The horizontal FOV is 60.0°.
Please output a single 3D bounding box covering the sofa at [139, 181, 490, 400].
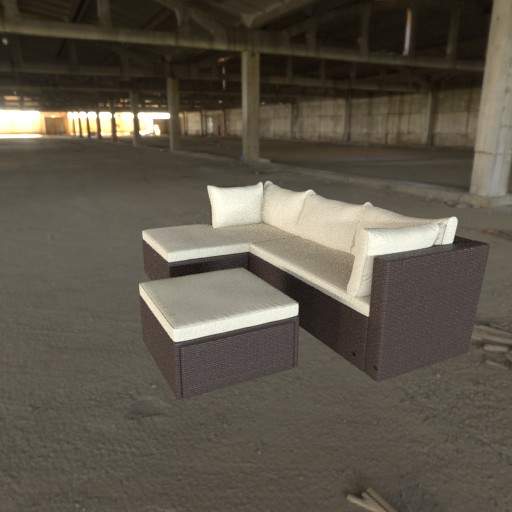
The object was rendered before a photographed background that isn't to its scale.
[{"bbox_3d":[0.000,0.000,2.939,1.612,0.766,2.192,-8,18,-26],"label":"sofa"}]
